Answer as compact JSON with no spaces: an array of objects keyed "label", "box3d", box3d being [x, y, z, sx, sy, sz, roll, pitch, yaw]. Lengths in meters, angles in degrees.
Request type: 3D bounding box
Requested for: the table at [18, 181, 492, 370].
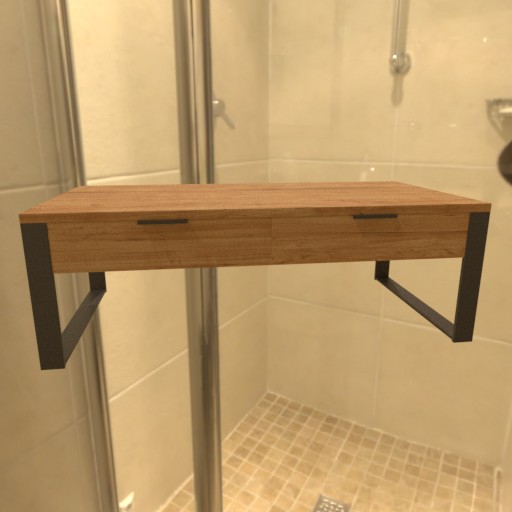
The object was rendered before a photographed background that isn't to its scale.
[{"label":"table","box3d":[0.000,0.000,1.420,1.180,0.400,0.590,-2,15,-8]}]
